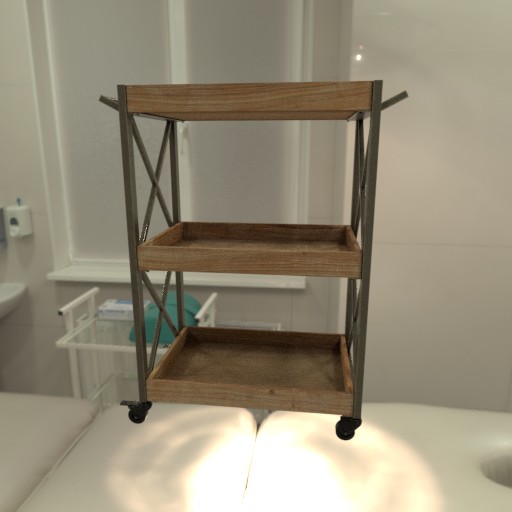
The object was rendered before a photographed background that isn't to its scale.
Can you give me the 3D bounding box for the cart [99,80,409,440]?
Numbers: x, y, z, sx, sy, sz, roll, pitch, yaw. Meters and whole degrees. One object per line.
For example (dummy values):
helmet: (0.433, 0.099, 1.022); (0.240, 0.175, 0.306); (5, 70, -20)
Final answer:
cart: (0.000, 0.000, 1.199); (0.673, 0.835, 0.377); (2, 14, 7)
